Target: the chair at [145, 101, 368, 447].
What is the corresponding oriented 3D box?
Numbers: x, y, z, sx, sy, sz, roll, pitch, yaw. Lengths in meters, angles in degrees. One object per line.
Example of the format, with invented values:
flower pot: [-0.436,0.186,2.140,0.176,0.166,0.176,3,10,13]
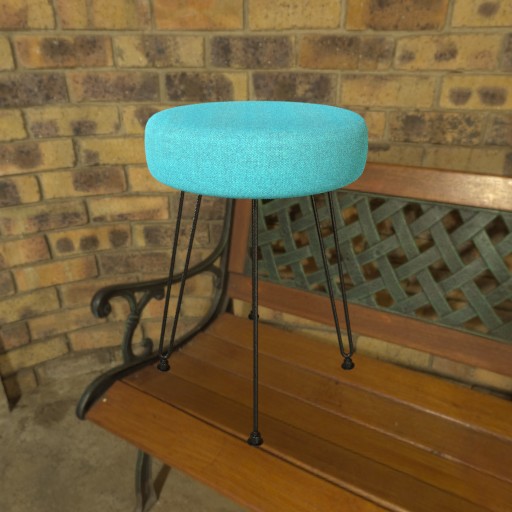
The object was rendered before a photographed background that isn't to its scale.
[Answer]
chair: [0.000,0.000,0.691,0.350,0.440,0.350,0,25,-1]
